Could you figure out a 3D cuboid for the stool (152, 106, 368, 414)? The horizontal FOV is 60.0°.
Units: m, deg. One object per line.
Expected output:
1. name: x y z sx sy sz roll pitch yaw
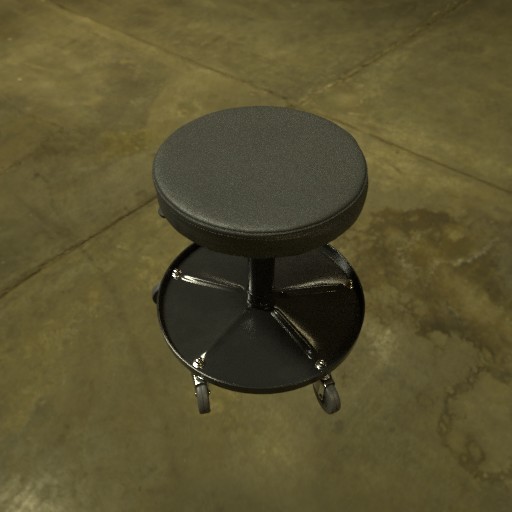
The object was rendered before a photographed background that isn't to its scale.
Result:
1. stool: 0.000 0.000 0.687 0.382 0.365 0.381 -3 47 -3
